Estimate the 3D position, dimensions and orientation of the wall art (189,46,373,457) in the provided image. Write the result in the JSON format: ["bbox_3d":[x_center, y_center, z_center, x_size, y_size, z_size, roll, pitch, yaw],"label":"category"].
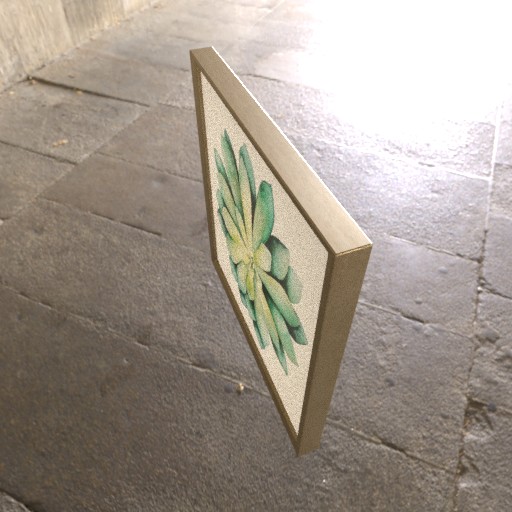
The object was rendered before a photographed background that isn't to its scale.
[{"bbox_3d":[0.000,0.000,0.754,0.040,0.506,0.503,-16,48,-15],"label":"wall art"}]
